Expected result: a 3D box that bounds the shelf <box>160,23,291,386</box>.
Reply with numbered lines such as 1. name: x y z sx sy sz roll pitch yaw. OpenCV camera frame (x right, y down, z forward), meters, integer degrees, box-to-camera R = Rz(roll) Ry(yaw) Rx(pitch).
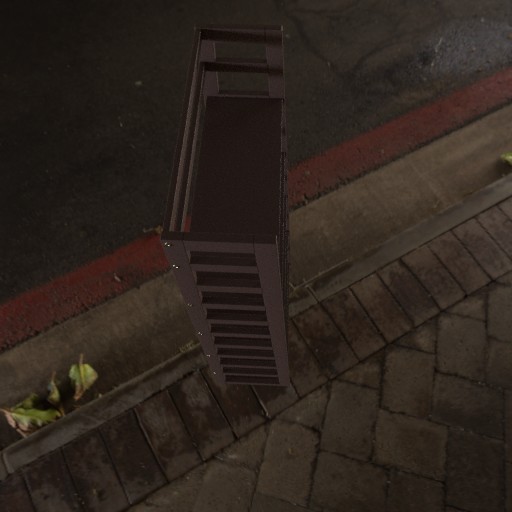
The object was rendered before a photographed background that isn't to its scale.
1. shelf: 0.000 0.000 1.884 0.403 1.600 0.763 2 63 1
